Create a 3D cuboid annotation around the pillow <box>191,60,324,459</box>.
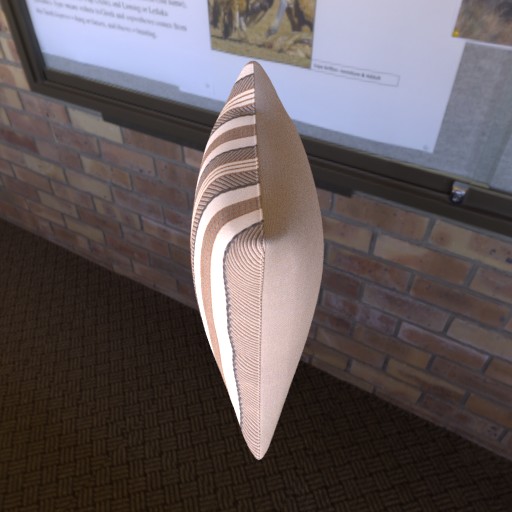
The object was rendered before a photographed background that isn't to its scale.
[{"bbox_3d":[0.000,0.000,0.629,0.173,0.401,0.416,-1,42,-1],"label":"pillow"}]
